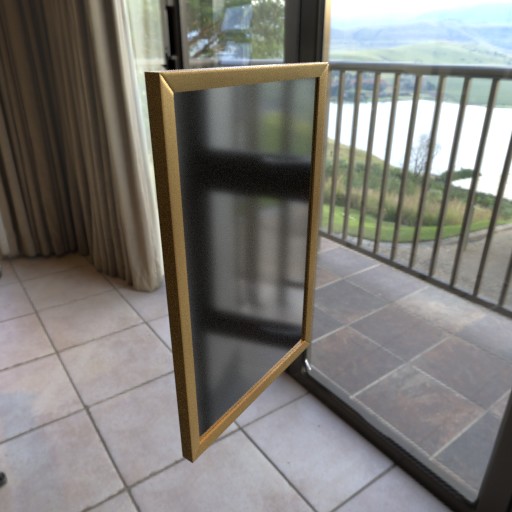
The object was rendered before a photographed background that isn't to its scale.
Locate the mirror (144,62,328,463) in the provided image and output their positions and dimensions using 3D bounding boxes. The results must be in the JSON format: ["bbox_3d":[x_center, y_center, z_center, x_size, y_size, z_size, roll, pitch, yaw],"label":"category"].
[{"bbox_3d":[0.000,0.000,1.160,0.040,0.915,0.609,17,30,32],"label":"mirror"}]
